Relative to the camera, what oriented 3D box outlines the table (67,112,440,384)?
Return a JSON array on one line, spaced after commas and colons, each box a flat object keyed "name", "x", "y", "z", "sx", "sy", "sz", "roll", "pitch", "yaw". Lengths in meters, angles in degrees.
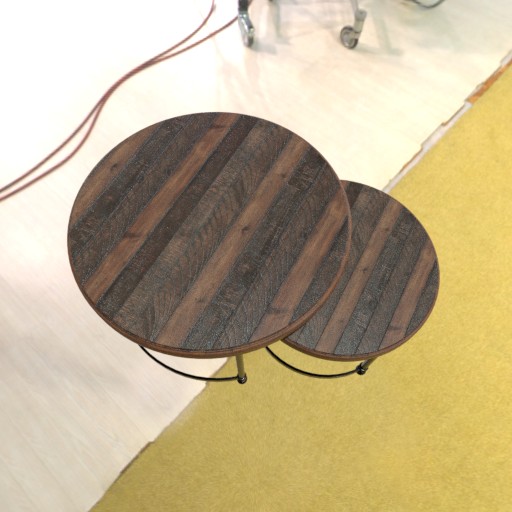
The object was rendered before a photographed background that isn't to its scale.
[{"name": "table", "x": 0.000, "y": 0.000, "z": 1.585, "sx": 1.152, "sy": 0.516, "sz": 0.870, "roll": 3, "pitch": 63, "yaw": 2}]
